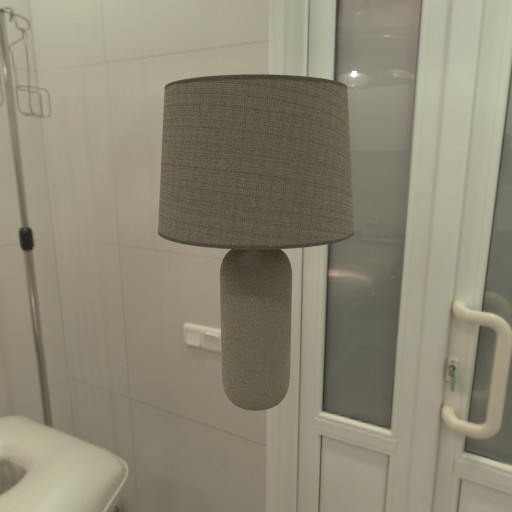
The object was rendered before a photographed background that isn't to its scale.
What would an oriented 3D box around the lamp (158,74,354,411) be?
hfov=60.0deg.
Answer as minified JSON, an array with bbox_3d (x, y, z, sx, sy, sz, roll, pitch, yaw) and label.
[{"bbox_3d":[0.000,0.000,0.859,0.367,0.609,0.367,0,13,0],"label":"lamp"}]
